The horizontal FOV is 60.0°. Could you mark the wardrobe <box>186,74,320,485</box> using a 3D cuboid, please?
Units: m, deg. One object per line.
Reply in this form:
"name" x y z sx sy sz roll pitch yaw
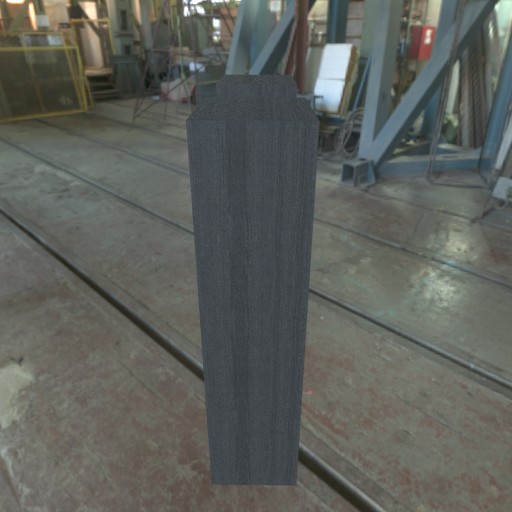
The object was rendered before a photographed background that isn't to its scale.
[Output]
"wardrobe" 0.000 0.000 2.833 0.480 2.000 1.770 0 27 1
